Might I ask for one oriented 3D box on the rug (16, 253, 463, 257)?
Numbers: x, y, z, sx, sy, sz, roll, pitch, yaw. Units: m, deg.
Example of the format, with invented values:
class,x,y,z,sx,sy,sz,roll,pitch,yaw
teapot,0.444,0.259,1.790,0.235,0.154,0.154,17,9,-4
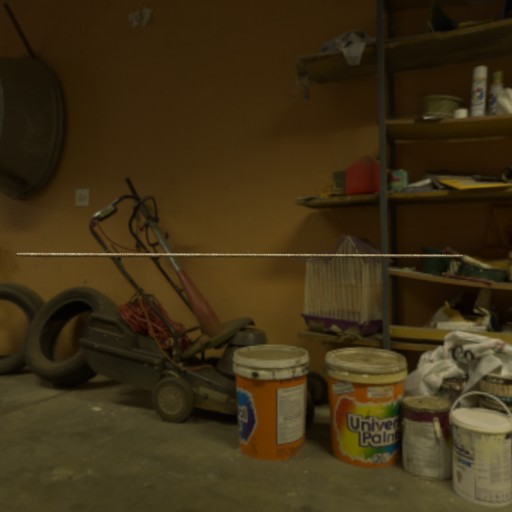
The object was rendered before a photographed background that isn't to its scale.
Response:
class,x,y,z,sx,sy,sz,roll,pitch,yaw
rug,0.000,0.000,2.481,2.289,0.013,0.691,0,0,-20
